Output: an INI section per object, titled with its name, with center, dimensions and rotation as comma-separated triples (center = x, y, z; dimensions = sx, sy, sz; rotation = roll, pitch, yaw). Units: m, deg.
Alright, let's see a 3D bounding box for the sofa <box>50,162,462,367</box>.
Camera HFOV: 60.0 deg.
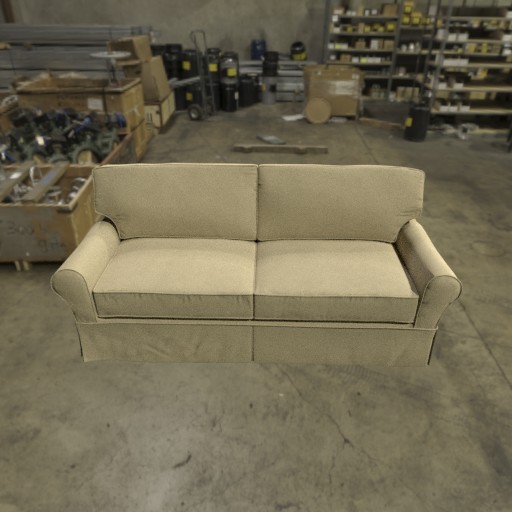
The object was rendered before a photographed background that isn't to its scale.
[sofa]
center = 0.000, 0.000, 2.788
dimensions = 2.246, 1.014, 0.900
rotation = 1, 30, 1
